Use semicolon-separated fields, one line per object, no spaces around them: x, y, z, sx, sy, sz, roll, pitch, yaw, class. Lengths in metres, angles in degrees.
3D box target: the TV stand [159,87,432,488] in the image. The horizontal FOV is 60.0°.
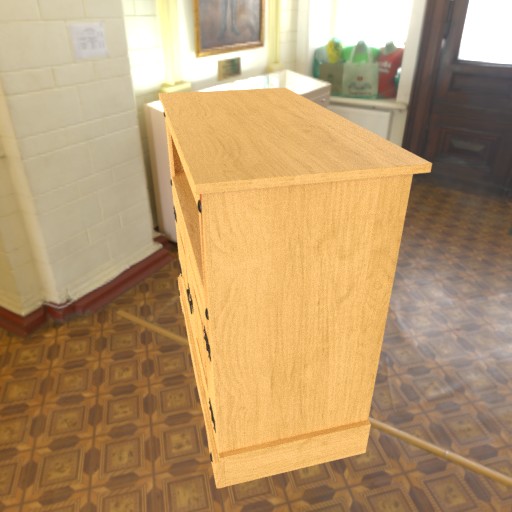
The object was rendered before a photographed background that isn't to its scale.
0.000;0.000;1.297;0.430;0.787;0.851;-7;30;-13;TV stand
